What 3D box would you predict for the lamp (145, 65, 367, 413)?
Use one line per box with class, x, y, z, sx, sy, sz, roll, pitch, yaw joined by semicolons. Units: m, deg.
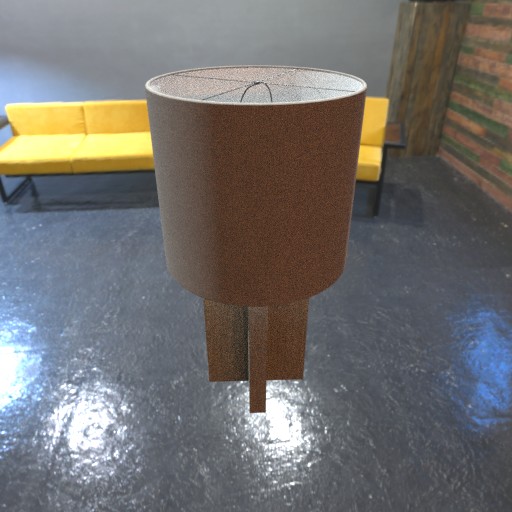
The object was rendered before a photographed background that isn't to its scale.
lamp;0.000;0.000;0.574;0.229;0.428;0.229;-1;31;-2
